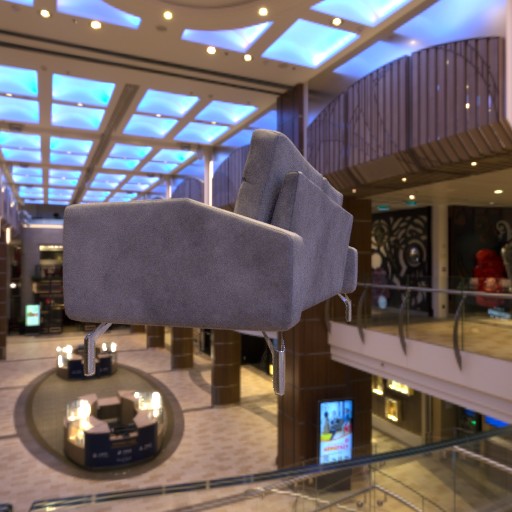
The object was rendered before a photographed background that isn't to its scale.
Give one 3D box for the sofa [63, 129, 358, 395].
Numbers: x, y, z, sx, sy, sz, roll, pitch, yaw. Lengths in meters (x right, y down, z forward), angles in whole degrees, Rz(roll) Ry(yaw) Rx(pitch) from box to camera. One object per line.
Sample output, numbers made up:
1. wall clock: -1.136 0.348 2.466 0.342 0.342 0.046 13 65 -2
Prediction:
1. sofa: 0.000 0.000 2.289 0.849 0.859 1.837 0 -1 19
